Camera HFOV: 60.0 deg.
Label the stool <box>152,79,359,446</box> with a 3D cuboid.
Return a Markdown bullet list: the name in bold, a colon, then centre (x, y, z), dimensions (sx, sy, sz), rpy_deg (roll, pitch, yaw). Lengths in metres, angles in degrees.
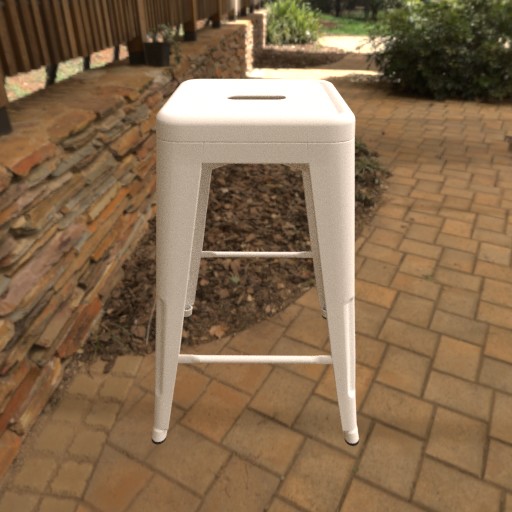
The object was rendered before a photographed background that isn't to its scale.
- **stool**: centre (0.000, 0.000, 0.870), dimensions (0.406, 0.610, 0.406), rpy_deg (0, 32, 0)
